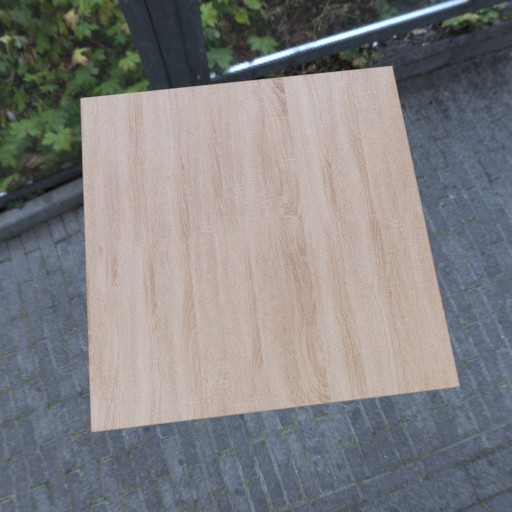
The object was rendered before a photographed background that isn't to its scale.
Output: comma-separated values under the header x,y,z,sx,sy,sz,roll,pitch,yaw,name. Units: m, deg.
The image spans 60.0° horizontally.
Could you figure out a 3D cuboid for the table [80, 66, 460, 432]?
x,y,z,sx,sy,sz,roll,pitch,yaw,name
0.000,0.000,1.129,0.700,0.450,0.700,-7,77,-1,table
